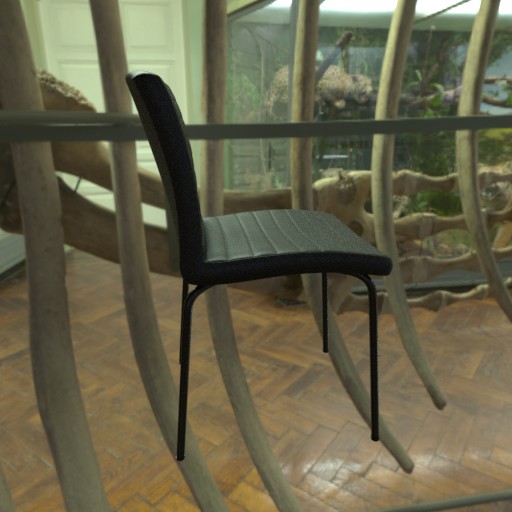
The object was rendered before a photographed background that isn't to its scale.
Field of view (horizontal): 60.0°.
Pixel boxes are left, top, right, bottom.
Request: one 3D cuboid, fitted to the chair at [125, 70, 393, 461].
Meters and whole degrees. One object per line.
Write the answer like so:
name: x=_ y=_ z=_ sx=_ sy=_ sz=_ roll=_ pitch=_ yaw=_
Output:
chair: x=0.000 y=0.000 z=1.152 sx=0.572 sy=0.872 sz=0.450 roll=-3 pitch=19 yaw=-8
